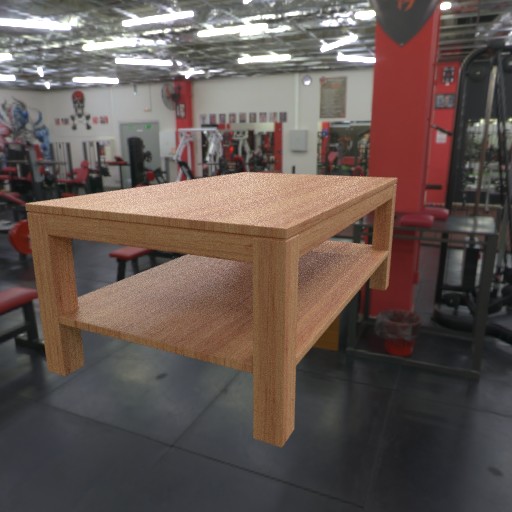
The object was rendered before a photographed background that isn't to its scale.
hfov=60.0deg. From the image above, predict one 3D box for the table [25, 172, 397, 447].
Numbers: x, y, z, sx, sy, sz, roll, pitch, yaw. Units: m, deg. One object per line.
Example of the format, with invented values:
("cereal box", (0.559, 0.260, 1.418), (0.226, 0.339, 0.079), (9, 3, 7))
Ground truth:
("table", (0.000, 0.000, 1.491), (0.695, 0.457, 1.146), (7, 17, 26))
